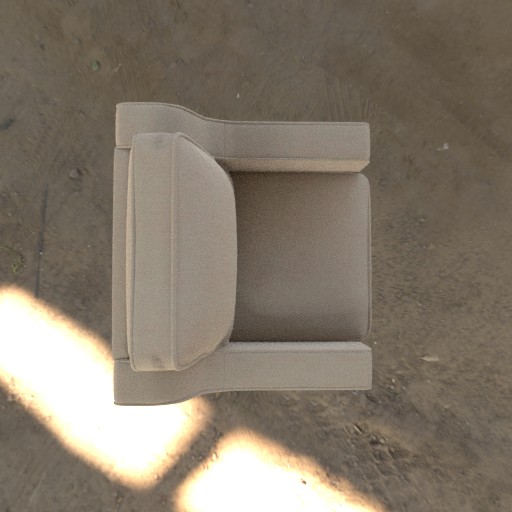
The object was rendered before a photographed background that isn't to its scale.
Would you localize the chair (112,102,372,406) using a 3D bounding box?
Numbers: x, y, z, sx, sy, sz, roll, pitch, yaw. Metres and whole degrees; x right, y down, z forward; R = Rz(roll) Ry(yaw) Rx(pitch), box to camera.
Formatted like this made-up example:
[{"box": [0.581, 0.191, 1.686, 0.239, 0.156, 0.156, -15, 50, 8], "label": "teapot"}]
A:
[{"box": [0.000, 0.000, 1.645, 0.882, 0.948, 0.922, 0, 88, -1], "label": "chair"}]
